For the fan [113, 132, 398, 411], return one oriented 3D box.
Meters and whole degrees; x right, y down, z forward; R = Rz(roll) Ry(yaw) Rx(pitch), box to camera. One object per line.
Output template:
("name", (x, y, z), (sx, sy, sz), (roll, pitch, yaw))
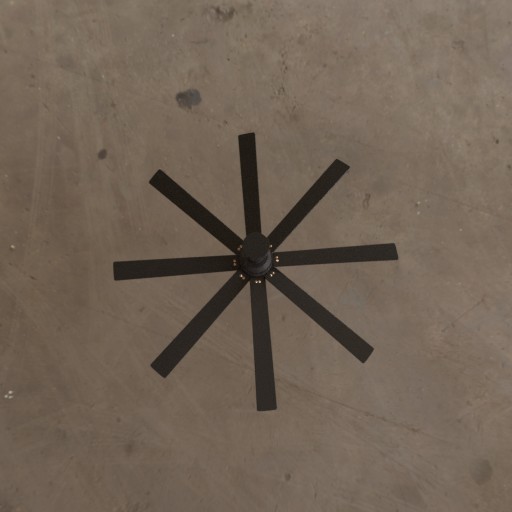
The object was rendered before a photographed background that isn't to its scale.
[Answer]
("fan", (0.000, 0.000, 2.724), (1.830, 0.472, 1.830), (40, 79, 9))
